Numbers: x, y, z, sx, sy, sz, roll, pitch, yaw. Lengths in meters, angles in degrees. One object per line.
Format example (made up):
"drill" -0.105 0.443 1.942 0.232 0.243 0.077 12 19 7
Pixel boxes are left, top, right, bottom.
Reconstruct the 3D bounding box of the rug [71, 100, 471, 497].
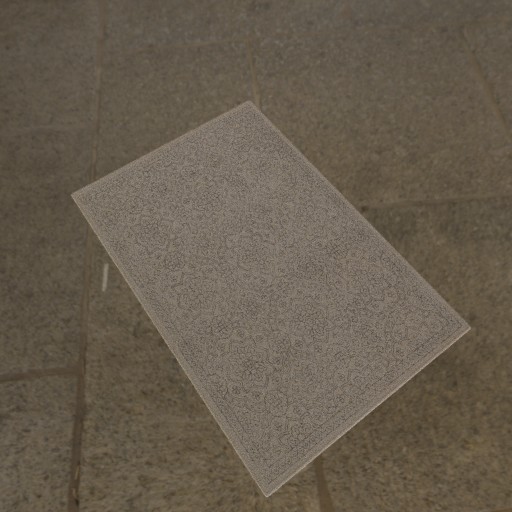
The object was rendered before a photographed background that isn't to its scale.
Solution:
"rug" 0.000 0.000 2.860 1.524 0.011 2.286 -33 68 -15
